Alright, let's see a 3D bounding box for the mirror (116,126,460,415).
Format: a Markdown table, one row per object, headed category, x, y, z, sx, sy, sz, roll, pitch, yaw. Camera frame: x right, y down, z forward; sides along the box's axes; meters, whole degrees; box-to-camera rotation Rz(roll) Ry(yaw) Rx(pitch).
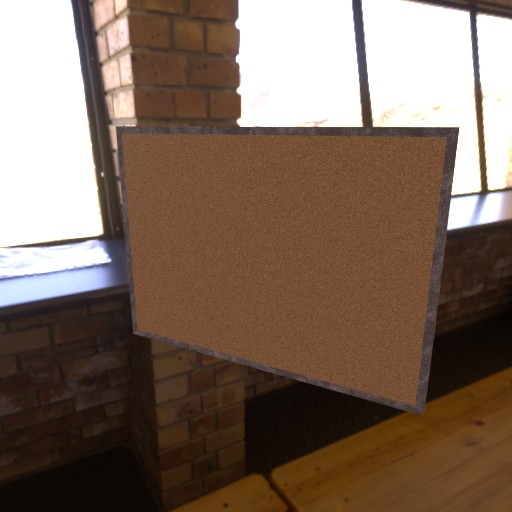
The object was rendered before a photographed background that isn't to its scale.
| category | x | y | z | sx | sy | sz | roll | pitch | yaw |
| --- | --- | --- | --- | --- | --- | --- | --- | --- | --- |
| mirror | 0.000 | 0.000 | 1.418 | 1.101 | 0.795 | 0.022 | 9 | 19 | 27 |
